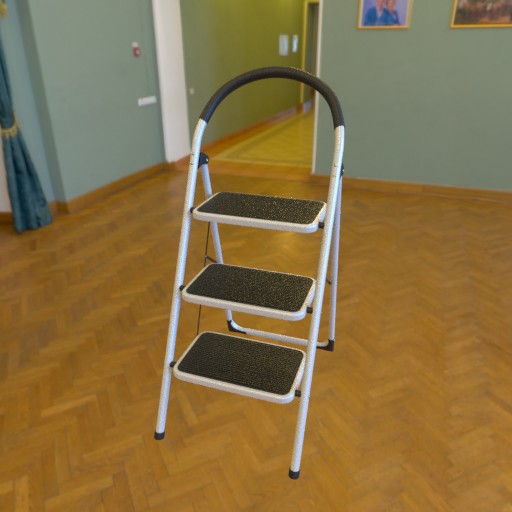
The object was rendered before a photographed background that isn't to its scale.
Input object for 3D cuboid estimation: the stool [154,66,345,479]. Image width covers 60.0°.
[{"bbox_3d":[0.000,0.000,1.426,0.485,1.109,0.676,8,27,17],"label":"stool"}]
